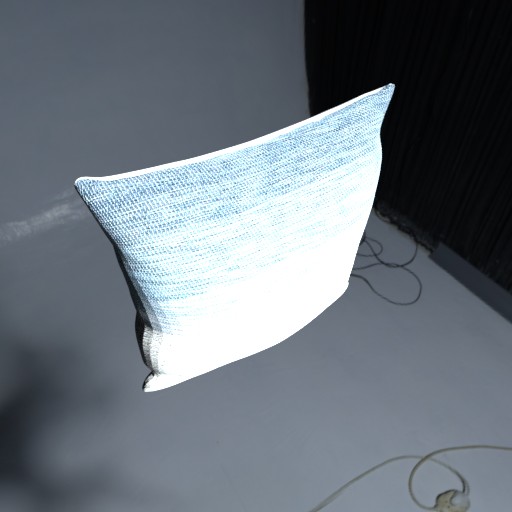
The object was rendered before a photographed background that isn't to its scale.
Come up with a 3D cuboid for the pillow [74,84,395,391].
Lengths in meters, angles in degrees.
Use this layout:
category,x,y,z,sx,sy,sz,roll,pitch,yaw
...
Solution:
category,x,y,z,sx,sy,sz,roll,pitch,yaw
pillow,0.000,0.000,0.667,0.440,0.441,0.182,-24,51,-21
